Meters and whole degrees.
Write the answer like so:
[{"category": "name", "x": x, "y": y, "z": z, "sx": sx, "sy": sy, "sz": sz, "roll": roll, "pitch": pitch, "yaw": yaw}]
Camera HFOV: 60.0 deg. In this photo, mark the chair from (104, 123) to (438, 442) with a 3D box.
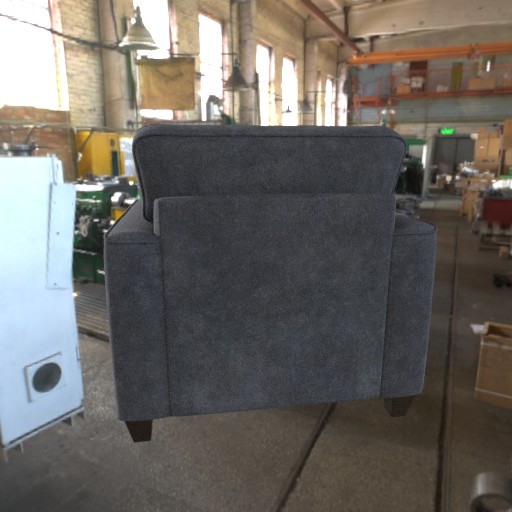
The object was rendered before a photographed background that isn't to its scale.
[{"category": "chair", "x": 0.000, "y": 0.000, "z": 1.747, "sx": 1.015, "sy": 0.965, "sz": 0.939, "roll": -2, "pitch": 14, "yaw": -9}]
